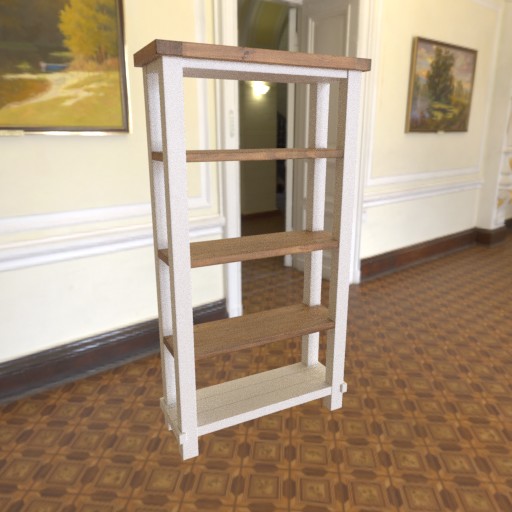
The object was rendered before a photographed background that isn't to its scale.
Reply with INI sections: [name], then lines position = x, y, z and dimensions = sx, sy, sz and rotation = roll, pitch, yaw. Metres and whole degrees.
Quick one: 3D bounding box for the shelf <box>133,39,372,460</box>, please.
[shelf]
position = 0.000, 0.000, 2.264
dimensions = 1.022, 1.878, 0.381
rotation = -8, 17, -26
